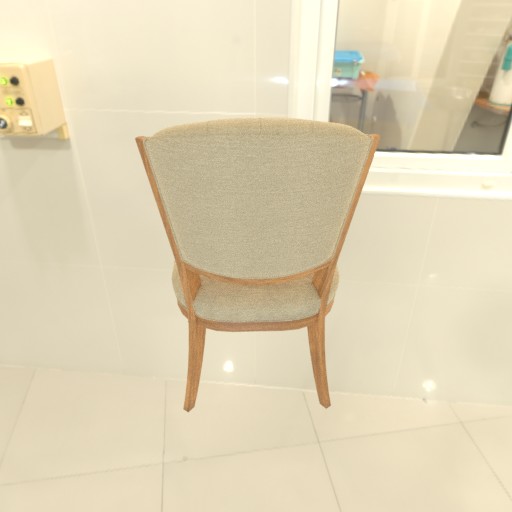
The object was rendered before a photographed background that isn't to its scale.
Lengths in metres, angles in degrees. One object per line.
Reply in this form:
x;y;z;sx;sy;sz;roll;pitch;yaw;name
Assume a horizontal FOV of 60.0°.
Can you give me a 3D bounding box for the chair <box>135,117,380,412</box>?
0.000;0.000;1.278;0.513;0.905;0.584;-1;31;-2;chair
